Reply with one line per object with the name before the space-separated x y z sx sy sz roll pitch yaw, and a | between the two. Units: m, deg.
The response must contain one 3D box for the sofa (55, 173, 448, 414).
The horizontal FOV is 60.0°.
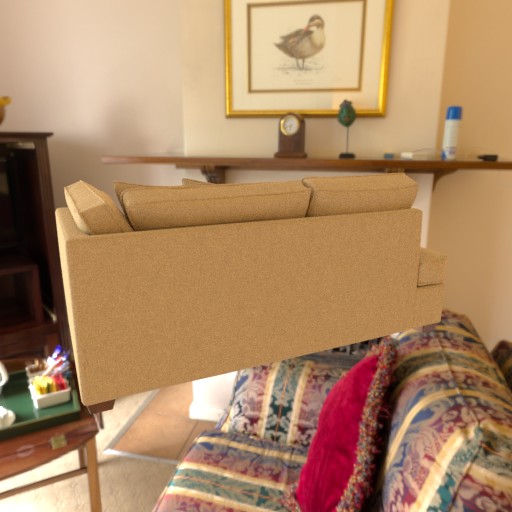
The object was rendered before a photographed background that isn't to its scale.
sofa | 0.000 0.000 2.804 2.237 1.033 1.110 -7 16 -25
